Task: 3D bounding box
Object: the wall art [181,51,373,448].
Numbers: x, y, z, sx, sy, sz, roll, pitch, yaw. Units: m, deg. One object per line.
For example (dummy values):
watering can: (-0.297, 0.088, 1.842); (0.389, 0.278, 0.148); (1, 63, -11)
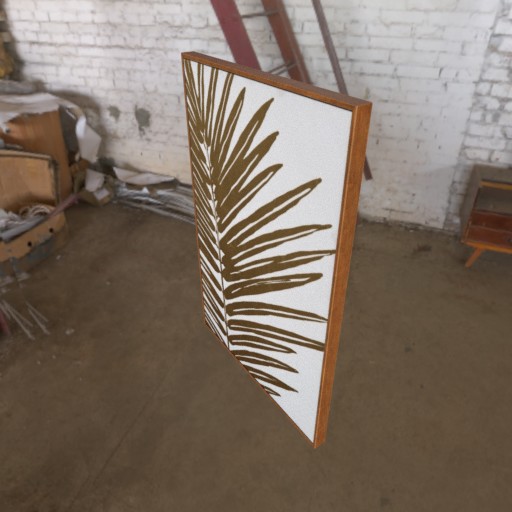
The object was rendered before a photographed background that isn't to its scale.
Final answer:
wall art: (0.000, 0.000, 1.171); (0.037, 0.914, 0.610); (-21, 39, -29)
